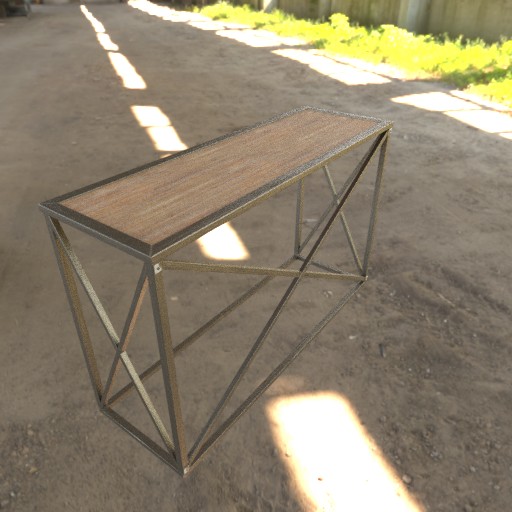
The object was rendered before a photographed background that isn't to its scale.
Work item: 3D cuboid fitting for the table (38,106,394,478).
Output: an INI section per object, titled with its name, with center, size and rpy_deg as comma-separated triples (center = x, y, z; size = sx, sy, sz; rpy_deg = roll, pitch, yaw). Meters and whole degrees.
[table]
center = 0.000, 0.000, 1.575
size = 0.402, 0.753, 1.216
rpy_deg = 22, 38, 31
